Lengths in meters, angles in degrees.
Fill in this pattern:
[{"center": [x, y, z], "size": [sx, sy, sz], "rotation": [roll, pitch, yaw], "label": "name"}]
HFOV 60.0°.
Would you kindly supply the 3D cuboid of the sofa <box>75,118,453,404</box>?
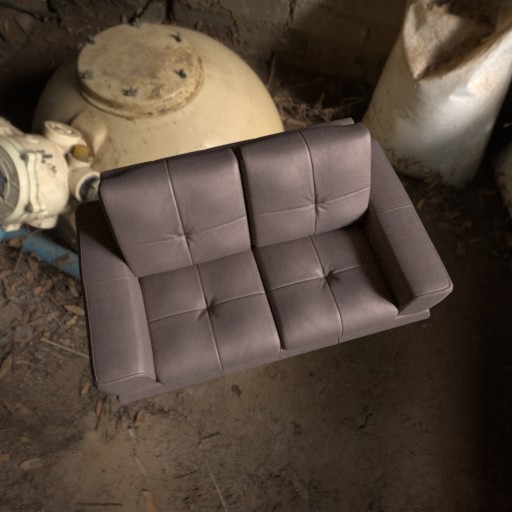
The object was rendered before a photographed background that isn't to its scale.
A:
[{"center": [0.000, 0.000, 2.357], "size": [1.806, 0.907, 1.018], "rotation": [-14, 65, -7], "label": "sofa"}]
